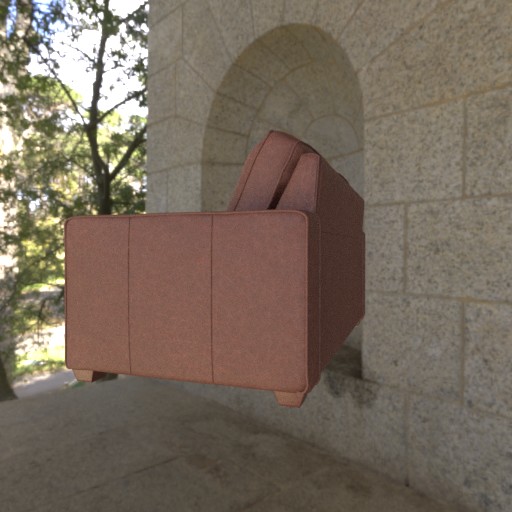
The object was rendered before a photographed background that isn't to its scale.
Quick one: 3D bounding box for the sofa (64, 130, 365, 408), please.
[{"bbox_3d":[0.000,0.000,2.266,0.947,0.918,1.709,0,1,19],"label":"sofa"}]
